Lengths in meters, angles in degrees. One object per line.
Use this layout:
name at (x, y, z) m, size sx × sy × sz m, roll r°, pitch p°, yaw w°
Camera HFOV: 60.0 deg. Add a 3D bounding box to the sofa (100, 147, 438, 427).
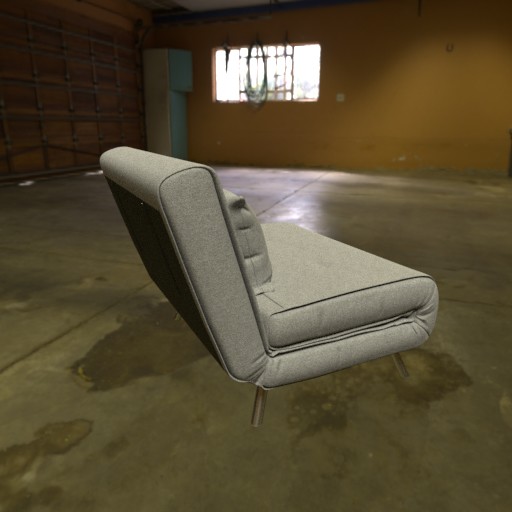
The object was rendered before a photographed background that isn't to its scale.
sofa at (0.000, 0.000, 1.770) m, size 1.000 × 0.825 × 1.020 m, roll -8°, pitch 18°, yaw -25°
